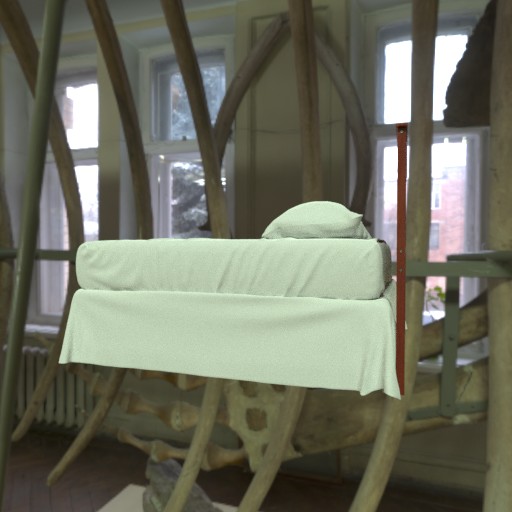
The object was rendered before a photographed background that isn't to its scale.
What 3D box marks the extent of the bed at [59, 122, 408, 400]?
[{"bbox_3d":[0.000,0.000,3.148,2.050,1.270,1.870,0,1,19],"label":"bed"}]
